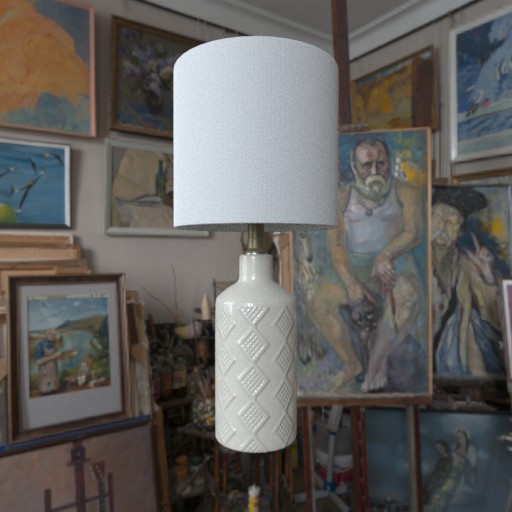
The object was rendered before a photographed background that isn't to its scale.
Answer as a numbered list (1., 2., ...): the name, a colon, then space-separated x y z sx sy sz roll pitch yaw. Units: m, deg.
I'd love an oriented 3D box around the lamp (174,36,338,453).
1. lamp: 0.000 0.000 0.567 0.207 0.461 0.207 0 1 18
